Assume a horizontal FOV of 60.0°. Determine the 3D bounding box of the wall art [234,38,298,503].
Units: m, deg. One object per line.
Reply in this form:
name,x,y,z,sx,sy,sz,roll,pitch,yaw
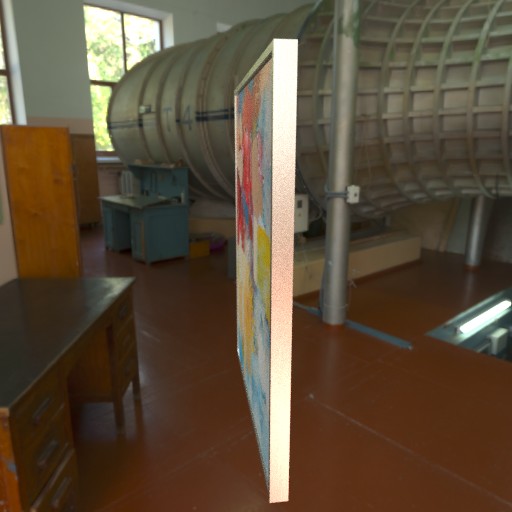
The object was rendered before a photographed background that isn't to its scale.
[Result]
wall art,0.000,0.000,0.738,0.025,0.569,0.444,-2,14,-8
